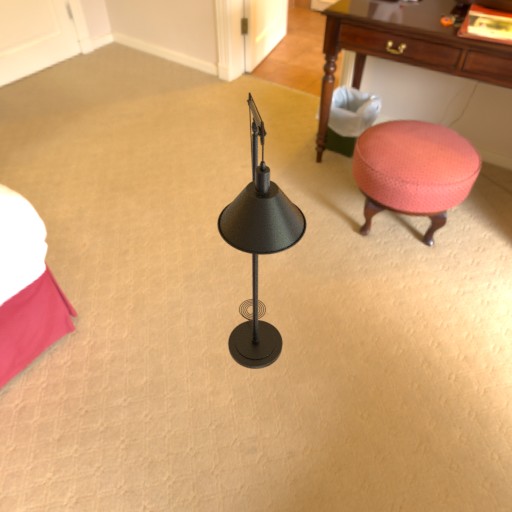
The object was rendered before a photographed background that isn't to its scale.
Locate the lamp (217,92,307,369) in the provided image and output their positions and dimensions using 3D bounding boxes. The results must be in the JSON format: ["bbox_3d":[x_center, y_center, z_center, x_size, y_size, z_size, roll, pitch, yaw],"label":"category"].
[{"bbox_3d":[0.000,0.000,1.997,0.319,1.626,0.904,-3,46,-3],"label":"lamp"}]
